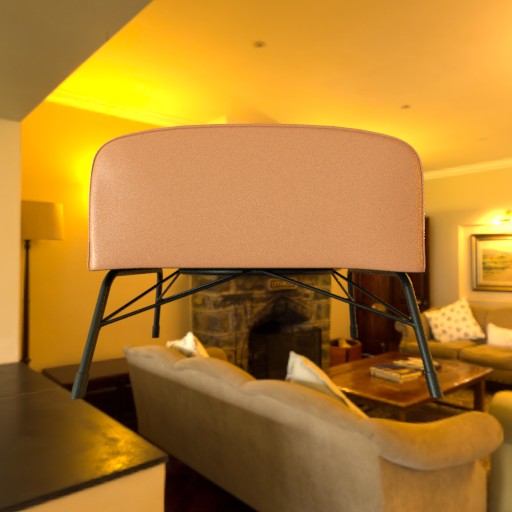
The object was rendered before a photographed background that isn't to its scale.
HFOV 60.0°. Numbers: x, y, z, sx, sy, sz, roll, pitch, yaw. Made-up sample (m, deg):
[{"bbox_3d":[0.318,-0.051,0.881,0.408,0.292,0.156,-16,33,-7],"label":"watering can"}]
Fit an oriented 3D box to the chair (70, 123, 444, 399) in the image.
[{"bbox_3d":[0.000,0.000,0.890,0.530,0.410,0.530,0,-1,-1],"label":"chair"}]
